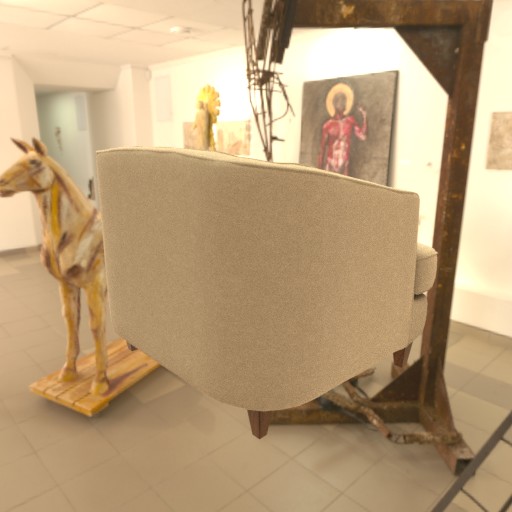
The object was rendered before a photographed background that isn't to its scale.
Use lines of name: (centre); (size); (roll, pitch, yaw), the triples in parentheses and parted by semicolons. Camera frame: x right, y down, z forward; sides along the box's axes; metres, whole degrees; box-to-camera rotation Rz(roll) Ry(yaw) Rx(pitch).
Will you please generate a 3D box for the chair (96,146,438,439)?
chair: (0.000, 0.000, 1.753); (0.941, 0.852, 1.104); (-14, 21, -42)
